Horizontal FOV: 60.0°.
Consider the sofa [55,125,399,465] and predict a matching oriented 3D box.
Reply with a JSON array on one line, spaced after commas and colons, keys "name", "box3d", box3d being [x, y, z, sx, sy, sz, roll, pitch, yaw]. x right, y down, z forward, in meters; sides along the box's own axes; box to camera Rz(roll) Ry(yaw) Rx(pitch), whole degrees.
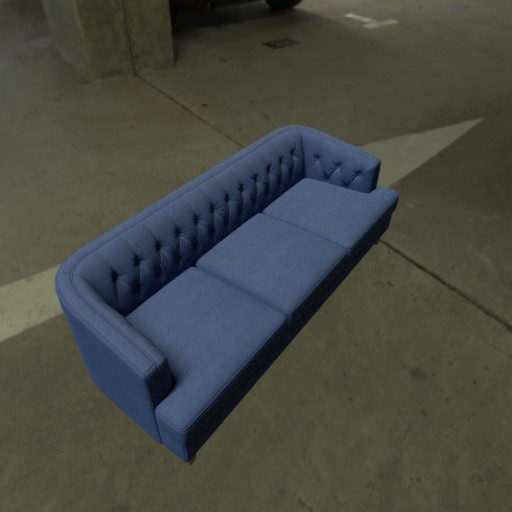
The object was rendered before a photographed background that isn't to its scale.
[{"name": "sofa", "box3d": [0.000, 0.000, 2.694, 0.914, 0.787, 2.235, 25, 46, 27]}]
